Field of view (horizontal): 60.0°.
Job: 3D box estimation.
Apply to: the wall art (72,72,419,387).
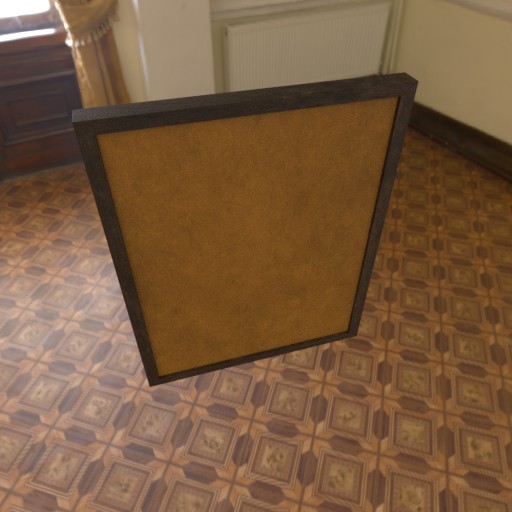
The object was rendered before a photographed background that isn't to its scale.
[{"bbox_3d":[0.000,0.000,0.551,0.329,0.406,0.027,-11,43,-12],"label":"wall art"}]
